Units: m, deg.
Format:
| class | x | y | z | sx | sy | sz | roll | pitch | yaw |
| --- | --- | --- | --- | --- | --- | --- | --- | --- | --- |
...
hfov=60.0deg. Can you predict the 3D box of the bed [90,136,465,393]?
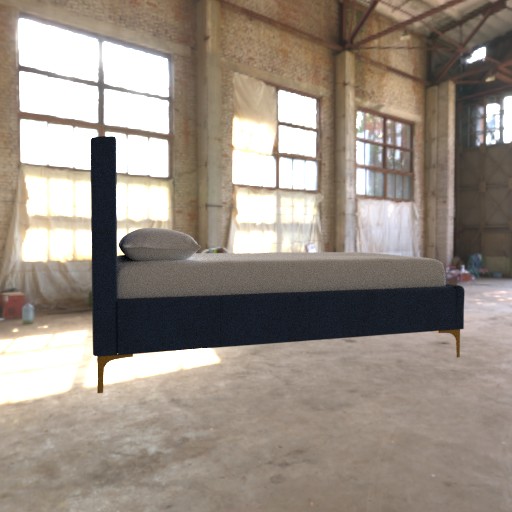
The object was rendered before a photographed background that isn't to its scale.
| class | x | y | z | sx | sy | sz | roll | pitch | yaw |
| --- | --- | --- | --- | --- | --- | --- | --- | --- | --- |
| bed | 0.000 | 0.000 | 3.214 | 2.172 | 1.231 | 1.723 | -1 | 2 | -18 |
